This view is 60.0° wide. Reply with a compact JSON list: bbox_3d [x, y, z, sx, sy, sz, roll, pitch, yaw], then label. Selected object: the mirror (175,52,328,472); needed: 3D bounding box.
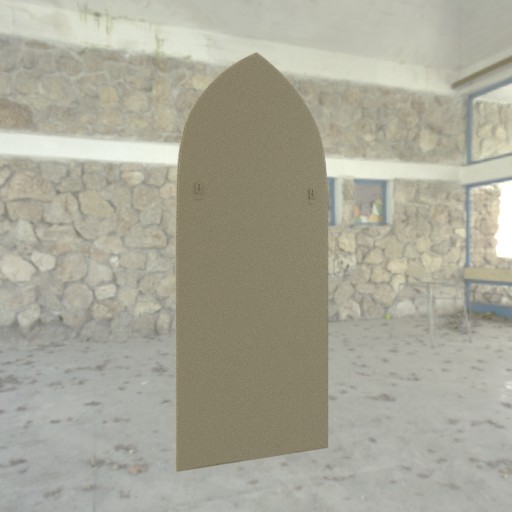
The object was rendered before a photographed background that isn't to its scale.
[{"bbox_3d":[0.000,0.000,1.285,0.464,1.175,0.025,0,0,-19],"label":"mirror"}]
